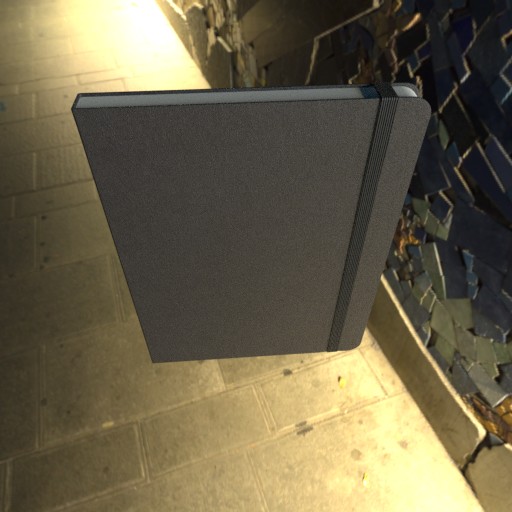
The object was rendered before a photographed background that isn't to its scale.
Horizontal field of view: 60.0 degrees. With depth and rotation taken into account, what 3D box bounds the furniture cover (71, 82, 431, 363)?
[{"bbox_3d":[0.000,0.000,0.368,0.216,0.281,0.023,-3,46,-3],"label":"furniture cover"}]
